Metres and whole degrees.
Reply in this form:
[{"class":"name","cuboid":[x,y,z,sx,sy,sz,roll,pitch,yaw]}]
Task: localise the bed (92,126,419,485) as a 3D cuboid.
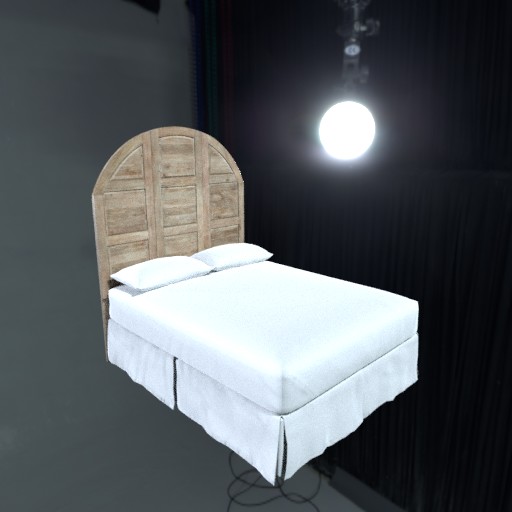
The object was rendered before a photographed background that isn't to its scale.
[{"class":"bed","cuboid":[0.000,0.000,3.479,1.713,2.002,2.112,-14,20,-43]}]
